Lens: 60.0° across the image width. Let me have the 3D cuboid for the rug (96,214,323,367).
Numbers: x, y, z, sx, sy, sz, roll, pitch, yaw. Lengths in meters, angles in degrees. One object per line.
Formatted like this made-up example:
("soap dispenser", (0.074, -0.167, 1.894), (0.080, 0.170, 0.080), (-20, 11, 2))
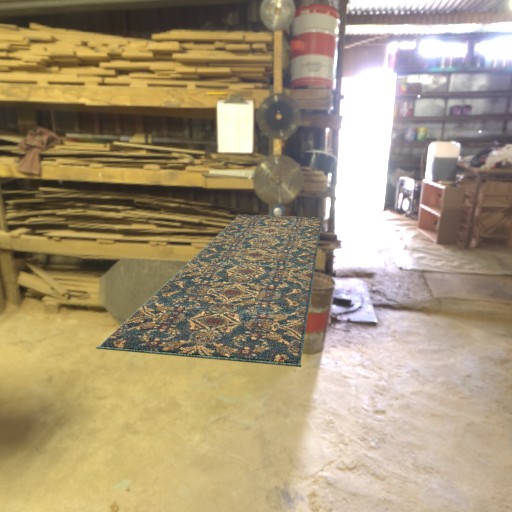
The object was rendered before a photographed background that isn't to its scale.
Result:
("rug", (0.000, 0.000, 2.500), (0.685, 0.014, 2.292), (3, 17, 9))
